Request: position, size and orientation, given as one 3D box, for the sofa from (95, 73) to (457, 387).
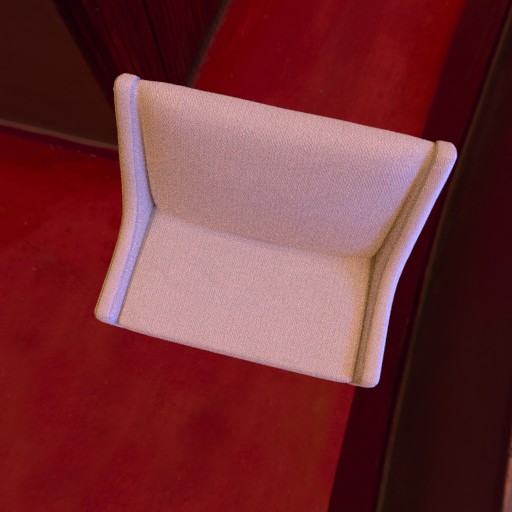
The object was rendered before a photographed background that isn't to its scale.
[{"bbox_3d":[0.000,0.000,1.920,1.242,1.022,0.870,13,76,3],"label":"sofa"}]
